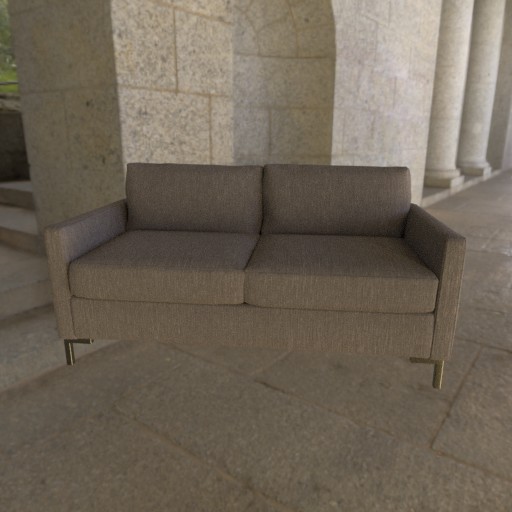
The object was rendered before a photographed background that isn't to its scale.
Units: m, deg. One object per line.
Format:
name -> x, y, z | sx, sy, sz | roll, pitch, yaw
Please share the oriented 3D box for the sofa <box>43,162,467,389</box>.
sofa -> 0.000, 0.000, 2.146 | 1.682, 0.840, 0.875 | 2, 16, 7
